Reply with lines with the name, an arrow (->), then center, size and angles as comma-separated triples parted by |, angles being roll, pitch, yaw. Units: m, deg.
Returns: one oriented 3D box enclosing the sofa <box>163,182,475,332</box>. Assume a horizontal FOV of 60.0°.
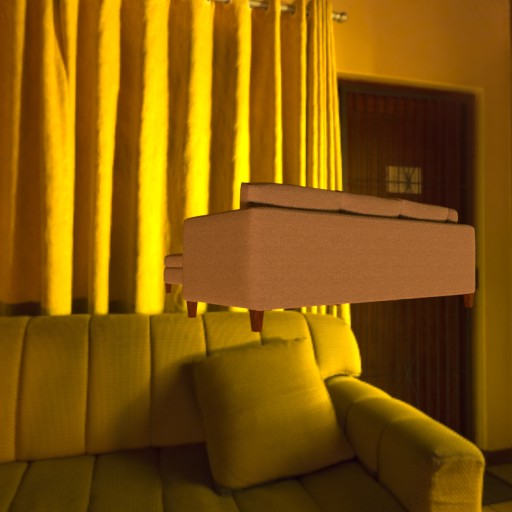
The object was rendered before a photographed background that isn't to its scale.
sofa -> 0.000, 0.000, 4.743 | 2.594, 0.961, 3.460 | 1, -1, -36
